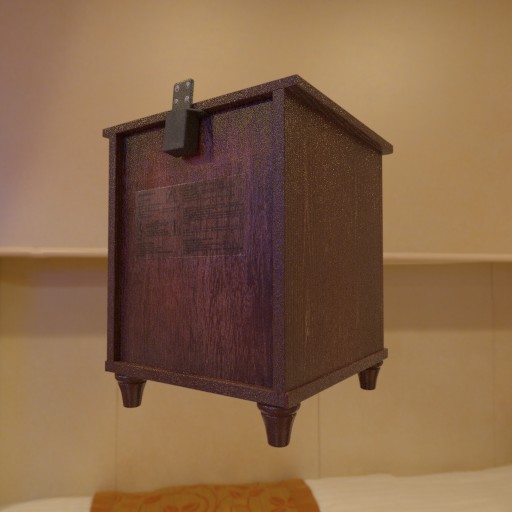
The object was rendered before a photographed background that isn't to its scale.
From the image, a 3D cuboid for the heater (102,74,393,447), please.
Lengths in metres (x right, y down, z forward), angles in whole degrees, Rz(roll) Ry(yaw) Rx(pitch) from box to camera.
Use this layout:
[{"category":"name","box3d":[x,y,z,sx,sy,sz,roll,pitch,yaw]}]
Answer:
[{"category":"heater","box3d":[0.000,0.000,0.761,0.362,0.481,0.400,-1,-2,34]}]
